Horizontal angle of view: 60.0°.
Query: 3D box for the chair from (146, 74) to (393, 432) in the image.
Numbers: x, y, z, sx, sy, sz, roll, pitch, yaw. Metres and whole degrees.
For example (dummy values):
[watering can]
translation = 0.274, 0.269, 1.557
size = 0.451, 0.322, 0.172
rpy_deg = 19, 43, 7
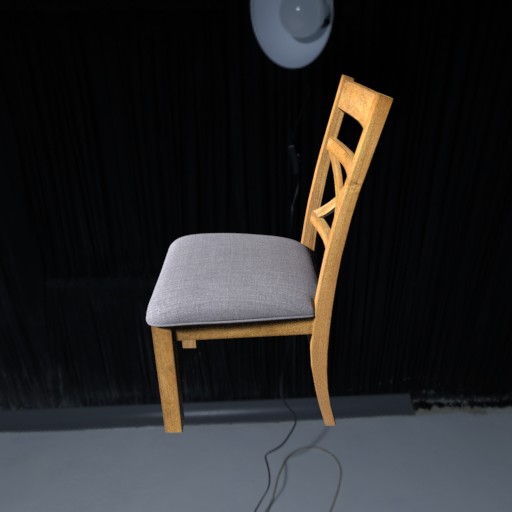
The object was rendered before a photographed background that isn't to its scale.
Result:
[chair]
translation = 0.000, 0.000, 1.295
size = 0.581, 0.949, 0.470
rpy_deg = 0, 27, -1
